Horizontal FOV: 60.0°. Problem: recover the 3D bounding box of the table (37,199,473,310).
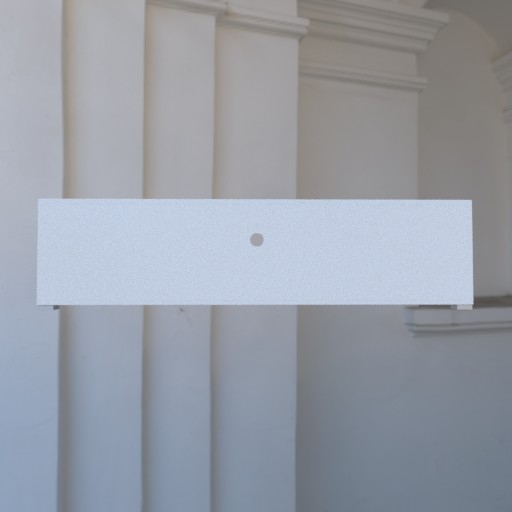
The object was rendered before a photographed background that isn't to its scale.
[{"bbox_3d":[0.000,0.000,1.874,1.650,0.420,0.390,0,-2,-1],"label":"table"}]
